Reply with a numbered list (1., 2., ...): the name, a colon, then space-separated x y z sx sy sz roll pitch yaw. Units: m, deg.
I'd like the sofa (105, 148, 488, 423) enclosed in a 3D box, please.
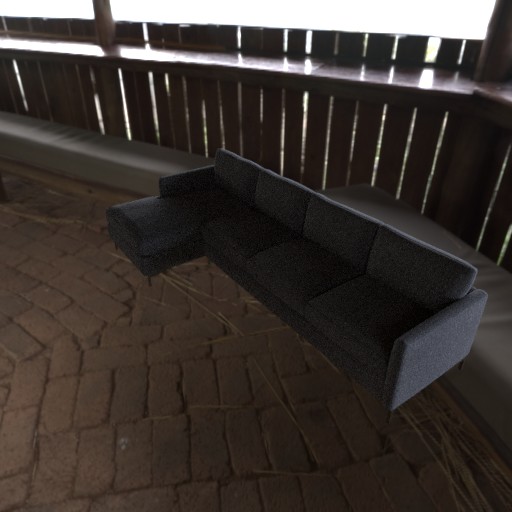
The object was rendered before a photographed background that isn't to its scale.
1. sofa: 0.000 0.000 3.387 1.350 0.810 2.932 -21 37 -30
